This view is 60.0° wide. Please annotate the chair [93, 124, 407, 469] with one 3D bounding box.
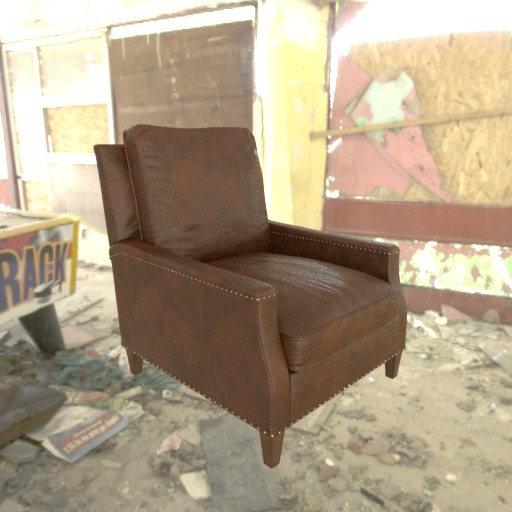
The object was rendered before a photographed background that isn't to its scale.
[{"bbox_3d":[0.000,0.000,1.839,1.035,1.054,0.854,14,20,43],"label":"chair"}]
